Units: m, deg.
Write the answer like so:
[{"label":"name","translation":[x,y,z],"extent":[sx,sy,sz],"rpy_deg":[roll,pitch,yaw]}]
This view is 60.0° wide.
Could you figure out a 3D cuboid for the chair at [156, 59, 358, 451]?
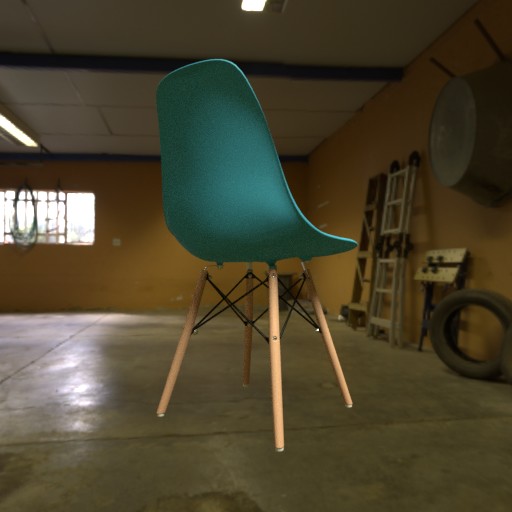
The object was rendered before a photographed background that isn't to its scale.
[{"label":"chair","translation":[0.000,0.000,1.180],"extent":[0.470,0.826,0.531],"rpy_deg":[-1,-2,36]}]
